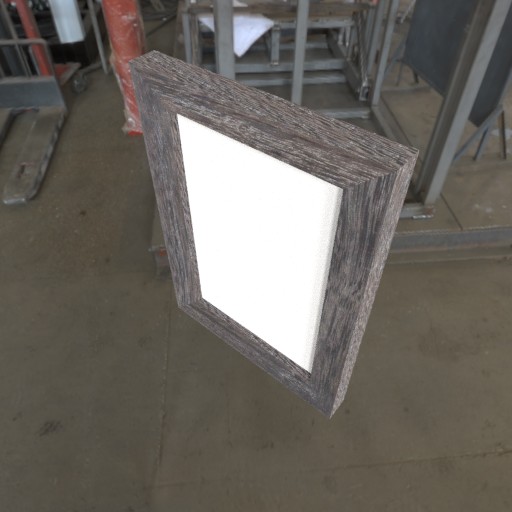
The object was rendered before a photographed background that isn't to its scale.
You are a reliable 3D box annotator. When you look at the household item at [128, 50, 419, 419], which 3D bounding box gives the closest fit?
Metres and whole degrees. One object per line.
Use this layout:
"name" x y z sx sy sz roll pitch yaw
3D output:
"household item" 0.000 0.000 0.239 0.133 0.180 0.020 31 53 27
